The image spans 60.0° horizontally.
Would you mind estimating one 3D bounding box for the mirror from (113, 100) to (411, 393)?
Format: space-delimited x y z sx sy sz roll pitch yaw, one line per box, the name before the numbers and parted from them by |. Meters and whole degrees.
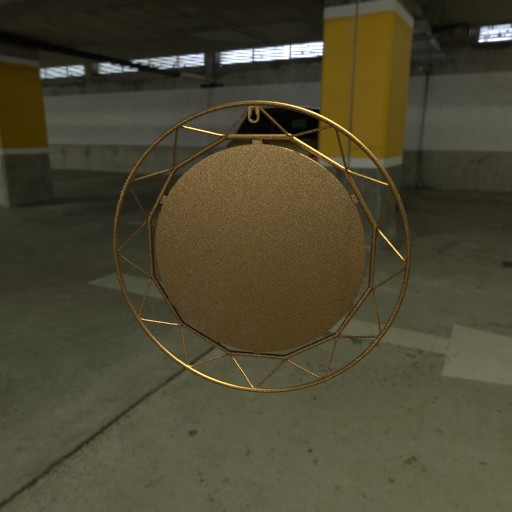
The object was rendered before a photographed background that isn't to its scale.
mirror | 0.000 0.000 0.687 0.454 0.454 0.043 3 16 9
